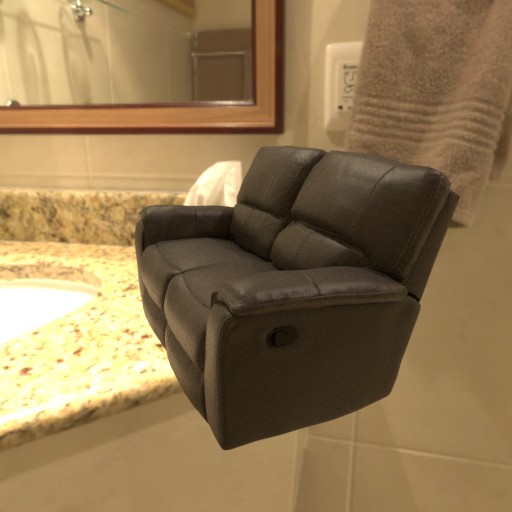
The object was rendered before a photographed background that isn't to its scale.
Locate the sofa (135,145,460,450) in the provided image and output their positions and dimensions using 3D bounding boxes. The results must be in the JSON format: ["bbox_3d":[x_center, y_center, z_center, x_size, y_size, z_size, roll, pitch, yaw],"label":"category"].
[{"bbox_3d":[0.000,0.000,2.401,1.104,1.111,1.765,-7,18,-23],"label":"sofa"}]
